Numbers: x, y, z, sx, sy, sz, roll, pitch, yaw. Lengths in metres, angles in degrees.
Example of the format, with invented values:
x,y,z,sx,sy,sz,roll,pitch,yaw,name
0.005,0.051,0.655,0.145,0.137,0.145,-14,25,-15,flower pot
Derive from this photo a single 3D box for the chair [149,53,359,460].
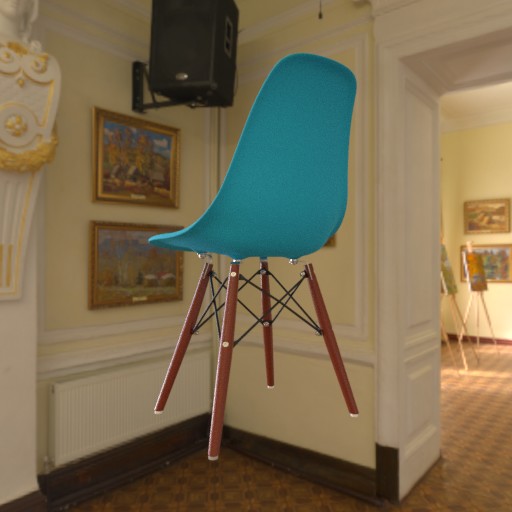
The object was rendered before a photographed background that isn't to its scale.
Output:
x,y,z,sx,sy,sz,roll,pitch,yaw,name
0.000,0.000,1.142,0.470,0.826,0.533,0,0,-37,chair
